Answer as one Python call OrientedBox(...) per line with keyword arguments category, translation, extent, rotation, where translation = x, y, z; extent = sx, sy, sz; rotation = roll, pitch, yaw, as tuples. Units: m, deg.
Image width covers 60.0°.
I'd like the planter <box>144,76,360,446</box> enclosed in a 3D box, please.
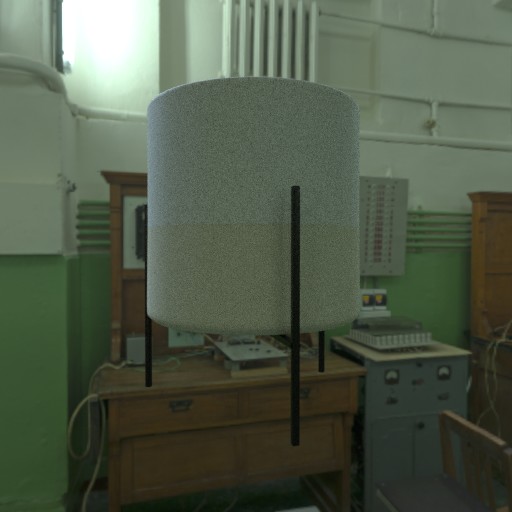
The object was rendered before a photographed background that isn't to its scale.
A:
OrientedBox(category="planter", translation=(0.000, 0.000, 0.656), extent=(0.313, 0.423, 0.335), rotation=(0, 1, -16))
